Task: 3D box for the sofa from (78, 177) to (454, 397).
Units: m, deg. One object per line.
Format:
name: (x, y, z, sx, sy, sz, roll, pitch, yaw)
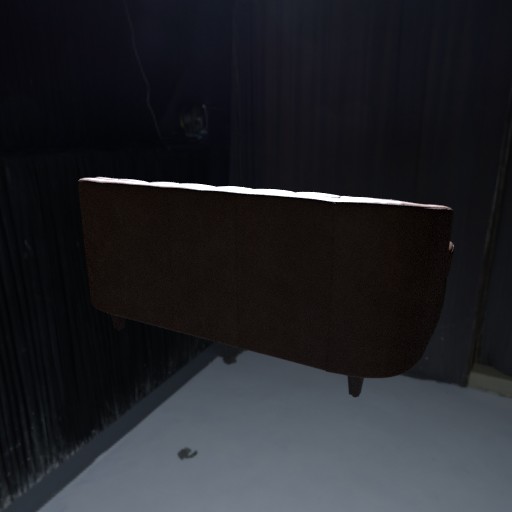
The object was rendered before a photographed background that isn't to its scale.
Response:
sofa: (0.000, 0.000, 2.230, 1.755, 0.786, 0.914, 9, 18, 27)
